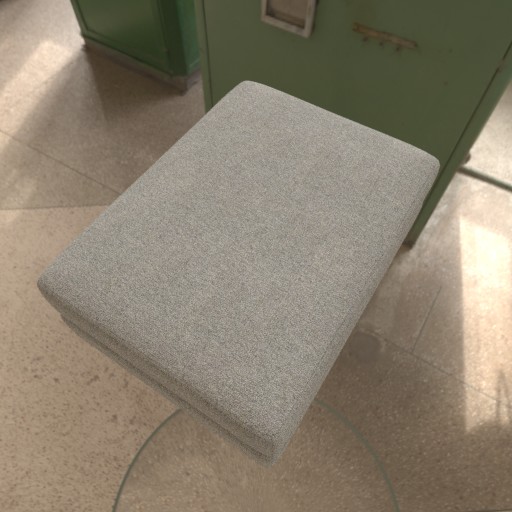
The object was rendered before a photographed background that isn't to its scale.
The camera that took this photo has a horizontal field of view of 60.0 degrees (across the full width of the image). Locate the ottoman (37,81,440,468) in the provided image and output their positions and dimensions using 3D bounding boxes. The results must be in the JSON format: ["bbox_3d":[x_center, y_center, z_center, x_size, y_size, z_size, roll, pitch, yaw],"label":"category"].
[{"bbox_3d":[0.000,0.000,1.166,0.611,0.441,0.821,29,62,17],"label":"ottoman"}]
